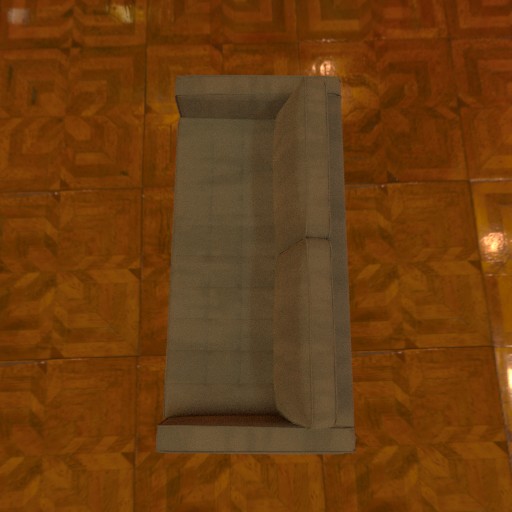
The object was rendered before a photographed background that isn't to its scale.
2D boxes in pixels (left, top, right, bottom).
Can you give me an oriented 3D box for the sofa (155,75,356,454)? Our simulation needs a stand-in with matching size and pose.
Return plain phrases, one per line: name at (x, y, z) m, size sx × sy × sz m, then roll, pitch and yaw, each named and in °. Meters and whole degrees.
sofa at (0.000, 0.000, 2.373) m, size 0.924 × 0.825 × 1.920 m, roll 0°, pitch 77°, yaw 0°
